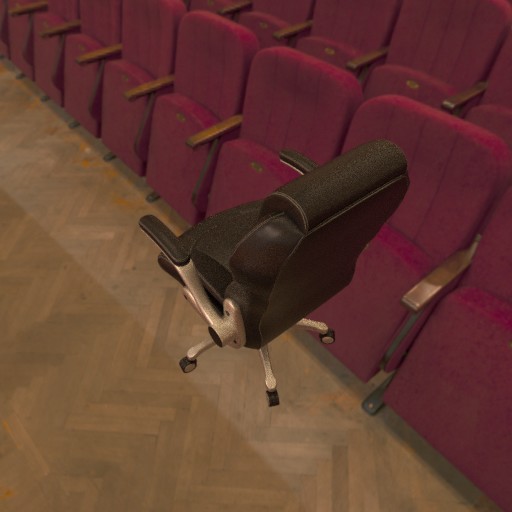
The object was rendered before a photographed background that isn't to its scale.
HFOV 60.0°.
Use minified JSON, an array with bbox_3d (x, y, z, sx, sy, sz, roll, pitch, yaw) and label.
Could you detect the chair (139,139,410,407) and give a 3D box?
[{"bbox_3d":[0.000,0.000,1.675,0.724,1.141,0.801,-31,53,-26],"label":"chair"}]
